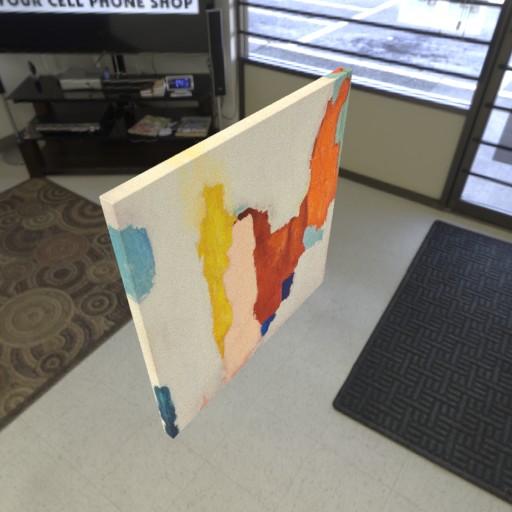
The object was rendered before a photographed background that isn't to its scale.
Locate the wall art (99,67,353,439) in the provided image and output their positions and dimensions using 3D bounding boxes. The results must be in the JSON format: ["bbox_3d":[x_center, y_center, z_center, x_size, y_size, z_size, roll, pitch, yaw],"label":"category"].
[{"bbox_3d":[0.000,0.000,1.247,0.037,0.814,0.814,27,48,28],"label":"wall art"}]
